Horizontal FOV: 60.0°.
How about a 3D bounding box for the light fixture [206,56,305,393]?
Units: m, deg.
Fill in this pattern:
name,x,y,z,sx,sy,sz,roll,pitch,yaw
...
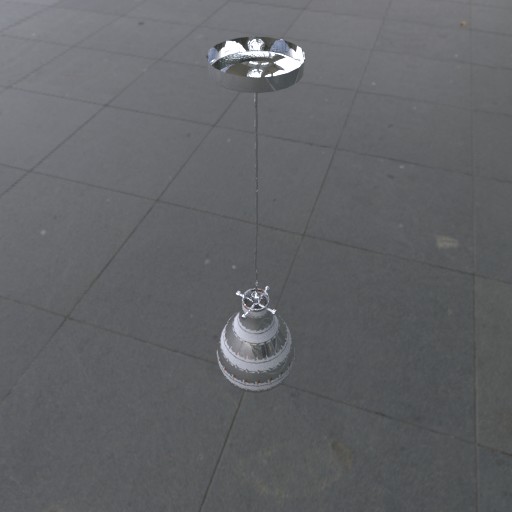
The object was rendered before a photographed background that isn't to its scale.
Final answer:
name,x,y,z,sx,sy,sz,roll,pitch,yaw
light fixture,0.000,0.000,1.640,0.374,1.457,0.374,25,51,22
